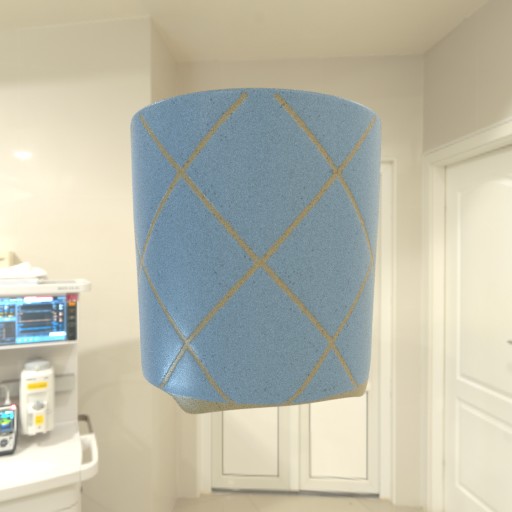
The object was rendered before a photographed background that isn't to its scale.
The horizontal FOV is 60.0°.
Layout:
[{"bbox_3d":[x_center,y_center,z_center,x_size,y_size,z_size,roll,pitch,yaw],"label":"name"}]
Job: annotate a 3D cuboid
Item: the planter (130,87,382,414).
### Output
[{"bbox_3d":[0.000,0.000,0.418,0.227,0.235,0.227,0,1,0],"label":"planter"}]
